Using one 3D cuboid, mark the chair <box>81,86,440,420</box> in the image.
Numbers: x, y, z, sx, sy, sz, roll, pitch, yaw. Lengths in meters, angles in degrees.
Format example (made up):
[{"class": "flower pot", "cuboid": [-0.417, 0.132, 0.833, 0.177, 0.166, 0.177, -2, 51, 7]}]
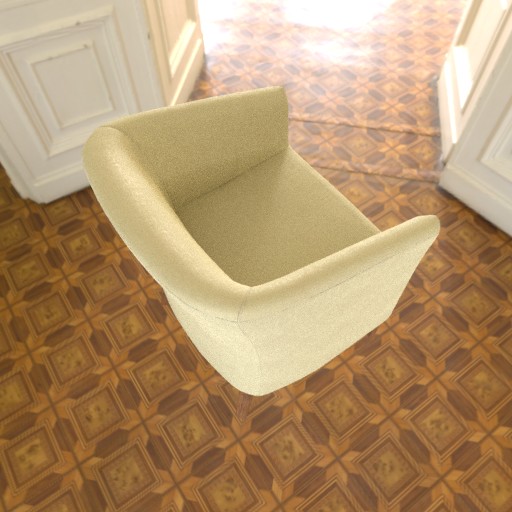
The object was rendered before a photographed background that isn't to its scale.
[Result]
[{"class": "chair", "cuboid": [0.000, 0.000, 1.266, 0.657, 0.822, 0.643, -31, 62, -19]}]
